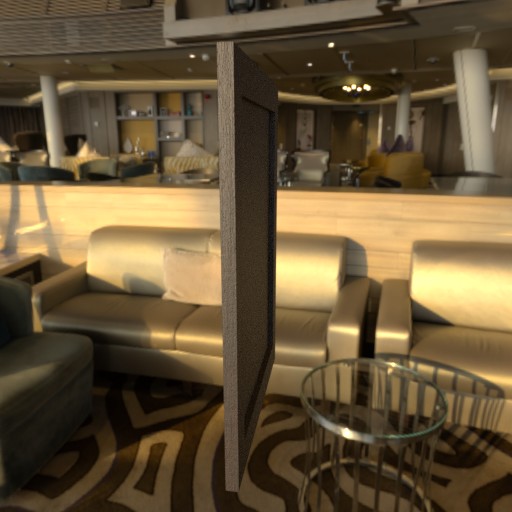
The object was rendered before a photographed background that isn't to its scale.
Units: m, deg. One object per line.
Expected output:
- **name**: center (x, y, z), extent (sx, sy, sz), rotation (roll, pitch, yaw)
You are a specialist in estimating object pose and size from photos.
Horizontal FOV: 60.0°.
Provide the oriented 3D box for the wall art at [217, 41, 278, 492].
- **wall art**: center (0.000, 0.000, 0.658), extent (0.017, 0.513, 0.359), rotation (2, 15, 9)
